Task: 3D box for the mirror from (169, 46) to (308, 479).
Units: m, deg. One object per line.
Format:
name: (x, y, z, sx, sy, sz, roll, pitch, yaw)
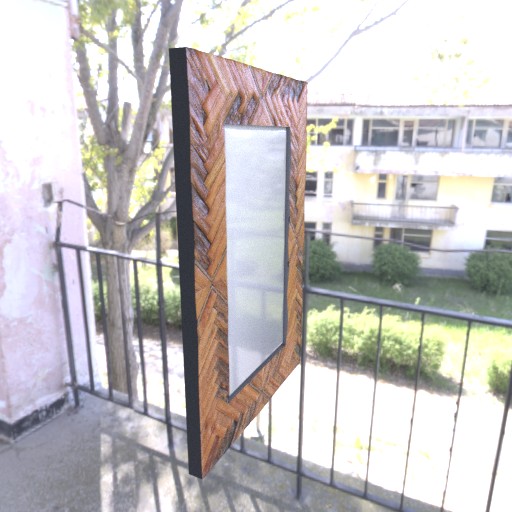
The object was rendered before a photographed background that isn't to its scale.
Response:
mirror: (0.000, 0.000, 1.165, 0.044, 0.912, 0.606, 8, 17, 26)
